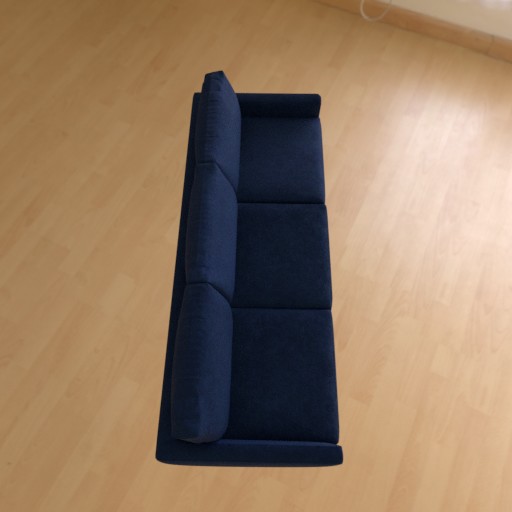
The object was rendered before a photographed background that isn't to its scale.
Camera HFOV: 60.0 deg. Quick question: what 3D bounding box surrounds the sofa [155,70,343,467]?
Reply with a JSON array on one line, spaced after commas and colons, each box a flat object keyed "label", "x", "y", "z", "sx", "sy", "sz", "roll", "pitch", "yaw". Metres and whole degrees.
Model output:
[{"label": "sofa", "x": 0.000, "y": 0.000, "z": 2.618, "sx": 0.875, "sy": 0.879, "sz": 2.252, "roll": 1, "pitch": 64, "yaw": 0}]
